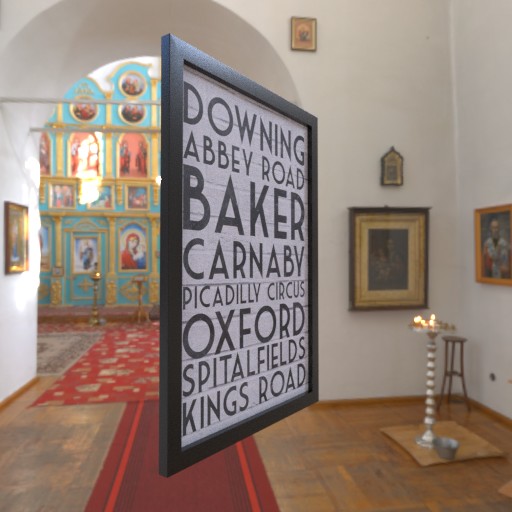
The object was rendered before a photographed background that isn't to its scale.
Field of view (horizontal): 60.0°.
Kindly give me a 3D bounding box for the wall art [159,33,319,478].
[{"bbox_3d":[0.000,0.000,0.556,0.013,0.432,0.304,-1,-2,36],"label":"wall art"}]
